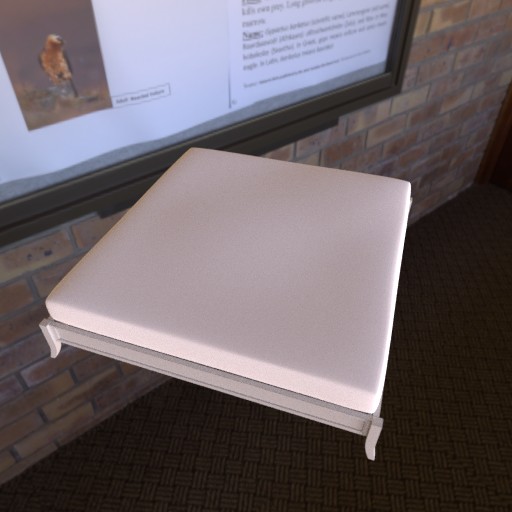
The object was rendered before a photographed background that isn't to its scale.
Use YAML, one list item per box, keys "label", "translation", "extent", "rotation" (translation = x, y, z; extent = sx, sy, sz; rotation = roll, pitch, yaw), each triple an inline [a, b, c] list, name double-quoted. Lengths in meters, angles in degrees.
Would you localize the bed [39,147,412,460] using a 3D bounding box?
- label: "bed"
  translation: [0.000, 0.000, 3.124]
  extent: [2.007, 0.510, 2.108]
  rotation: [13, 43, 14]
